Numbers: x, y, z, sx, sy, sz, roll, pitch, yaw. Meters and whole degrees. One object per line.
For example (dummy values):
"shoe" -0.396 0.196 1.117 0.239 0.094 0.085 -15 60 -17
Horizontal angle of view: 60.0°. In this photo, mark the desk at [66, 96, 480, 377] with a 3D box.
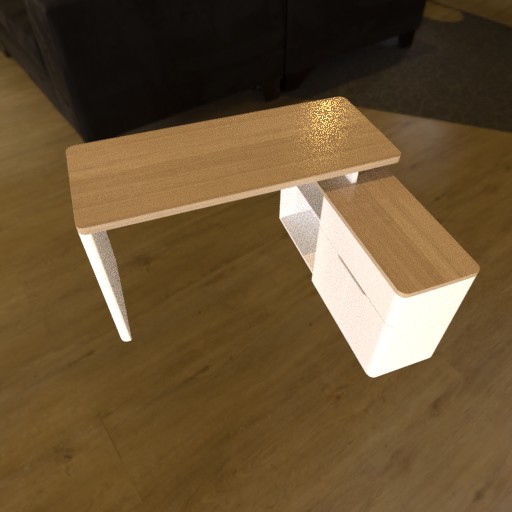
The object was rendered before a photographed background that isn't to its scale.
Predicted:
"desk" 0.000 0.000 2.064 1.400 0.770 1.175 -15 49 -14
